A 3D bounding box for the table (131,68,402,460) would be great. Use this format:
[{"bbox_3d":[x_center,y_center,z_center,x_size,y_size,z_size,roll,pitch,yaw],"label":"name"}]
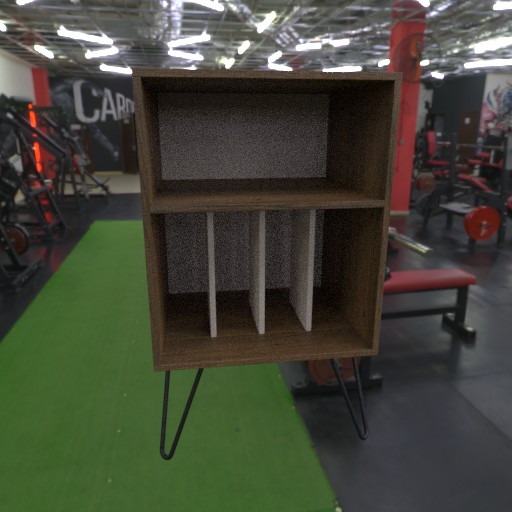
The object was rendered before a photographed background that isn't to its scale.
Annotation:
[{"bbox_3d":[0.000,0.000,1.174,0.526,0.866,0.457,-2,17,-8],"label":"table"}]
